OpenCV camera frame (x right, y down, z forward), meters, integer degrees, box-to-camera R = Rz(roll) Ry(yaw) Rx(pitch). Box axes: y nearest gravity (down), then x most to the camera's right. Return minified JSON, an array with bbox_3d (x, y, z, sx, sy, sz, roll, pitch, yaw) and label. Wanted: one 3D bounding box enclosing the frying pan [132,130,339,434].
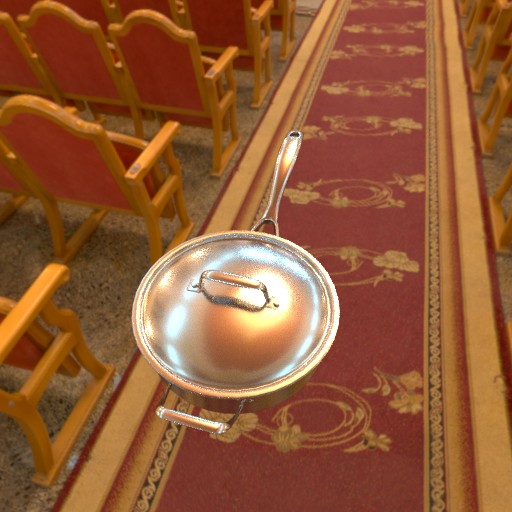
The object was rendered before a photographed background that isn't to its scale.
[{"bbox_3d":[0.000,0.000,0.598,0.245,0.111,0.492,12,48,11],"label":"frying pan"}]
